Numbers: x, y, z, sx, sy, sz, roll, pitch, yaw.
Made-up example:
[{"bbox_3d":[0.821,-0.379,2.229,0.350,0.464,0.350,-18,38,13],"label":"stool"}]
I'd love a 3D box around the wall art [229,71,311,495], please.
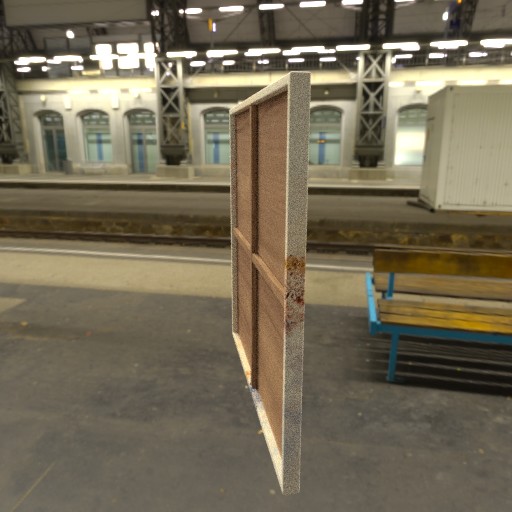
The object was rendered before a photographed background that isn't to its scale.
[{"bbox_3d":[0.000,0.000,1.313,0.038,0.889,0.889,-3,14,-10],"label":"wall art"}]
